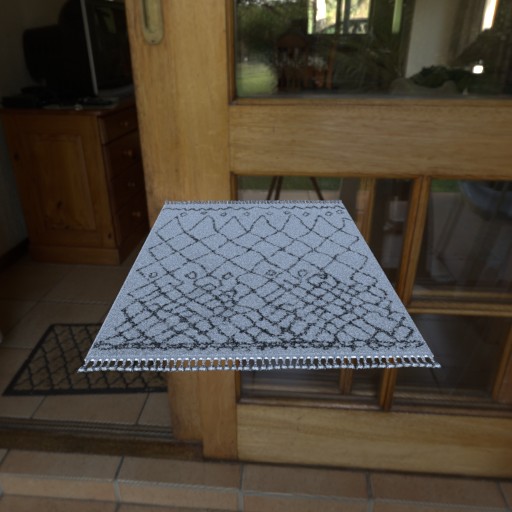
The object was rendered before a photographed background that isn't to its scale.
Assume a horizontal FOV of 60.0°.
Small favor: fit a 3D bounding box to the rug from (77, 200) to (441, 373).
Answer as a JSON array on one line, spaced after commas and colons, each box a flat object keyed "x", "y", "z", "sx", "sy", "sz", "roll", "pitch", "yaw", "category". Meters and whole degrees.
[{"x": 0.000, "y": 0.000, "z": 2.997, "sx": 1.613, "sy": 0.017, "sz": 2.312, "roll": 0, "pitch": 26, "yaw": -1, "category": "rug"}]
